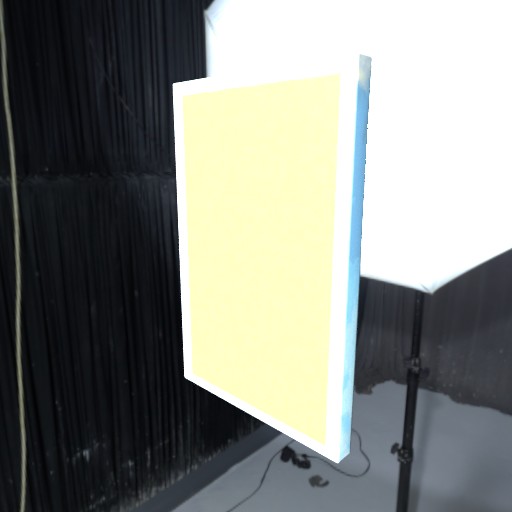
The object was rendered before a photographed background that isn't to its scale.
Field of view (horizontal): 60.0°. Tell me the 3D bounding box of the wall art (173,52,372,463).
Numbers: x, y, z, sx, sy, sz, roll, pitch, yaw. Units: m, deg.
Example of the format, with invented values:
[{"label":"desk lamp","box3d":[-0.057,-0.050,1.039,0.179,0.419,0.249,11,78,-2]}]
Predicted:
[{"label":"wall art","box3d":[0.000,0.000,0.785,0.401,0.610,0.038,12,18,43]}]
